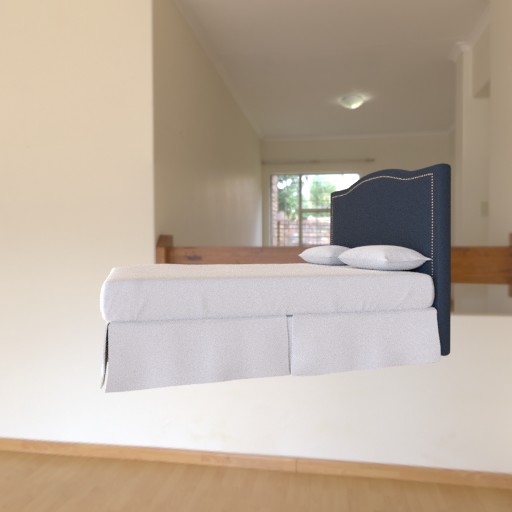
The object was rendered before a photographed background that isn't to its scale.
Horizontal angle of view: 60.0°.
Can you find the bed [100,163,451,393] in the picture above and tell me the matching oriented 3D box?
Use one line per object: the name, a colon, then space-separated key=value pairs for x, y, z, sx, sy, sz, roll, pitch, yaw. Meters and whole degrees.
bed: x=0.000 y=0.000 z=3.521 sx=2.282 sy=1.436 sz=1.821 roll=0 pitch=1 yaw=-16
